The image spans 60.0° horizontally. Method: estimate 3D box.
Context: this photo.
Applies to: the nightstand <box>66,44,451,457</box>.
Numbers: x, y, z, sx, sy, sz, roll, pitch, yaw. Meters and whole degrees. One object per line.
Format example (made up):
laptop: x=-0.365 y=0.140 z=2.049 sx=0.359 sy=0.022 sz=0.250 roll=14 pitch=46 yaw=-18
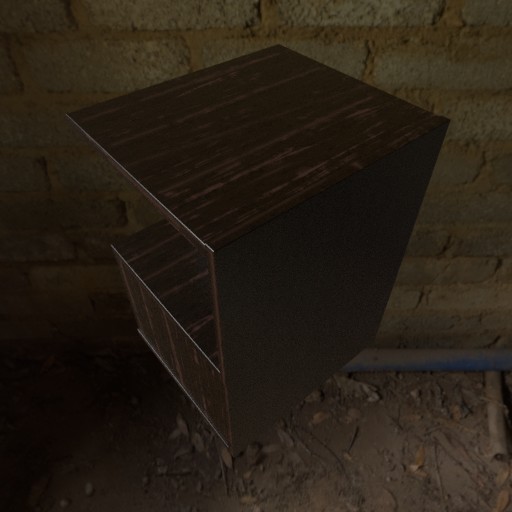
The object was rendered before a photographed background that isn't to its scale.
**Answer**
nightstand: x=0.000 y=0.000 z=0.815 sx=0.400 sy=0.559 sz=0.356 roll=-31 pitch=53 yaw=-26
